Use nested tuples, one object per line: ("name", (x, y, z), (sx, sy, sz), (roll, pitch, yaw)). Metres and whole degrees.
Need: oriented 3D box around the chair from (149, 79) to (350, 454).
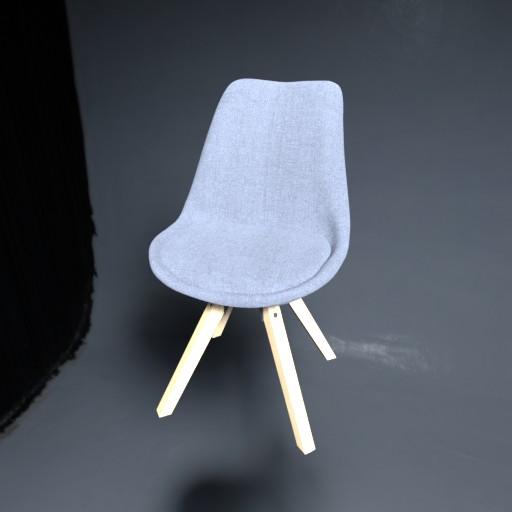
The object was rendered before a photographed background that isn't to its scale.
("chair", (0.000, 0.000, 1.198), (0.485, 0.850, 0.550), (8, 27, 15))
